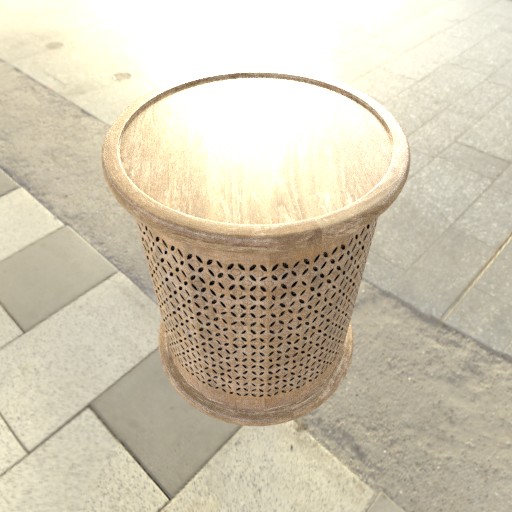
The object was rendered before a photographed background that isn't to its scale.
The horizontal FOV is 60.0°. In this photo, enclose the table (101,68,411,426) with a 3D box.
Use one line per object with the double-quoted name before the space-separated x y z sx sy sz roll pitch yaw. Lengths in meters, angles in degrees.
"table" 0.000 0.000 0.768 0.407 0.482 0.407 0 47 0
